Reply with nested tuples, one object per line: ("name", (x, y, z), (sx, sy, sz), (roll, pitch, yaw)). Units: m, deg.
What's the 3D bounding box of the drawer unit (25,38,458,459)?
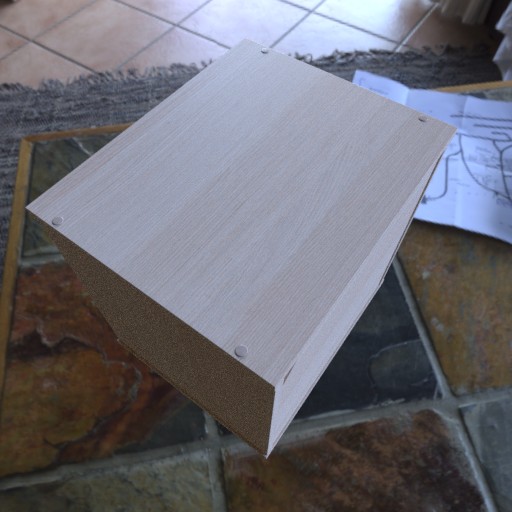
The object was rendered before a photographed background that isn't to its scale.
("drawer unit", (0.000, 0.000, 0.596), (0.290, 0.344, 0.349), (32, 63, 19))
